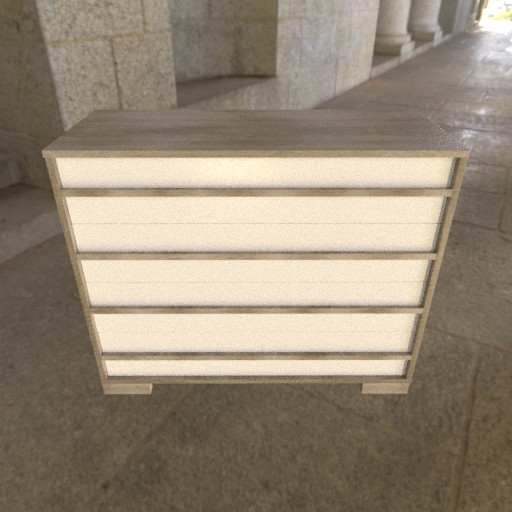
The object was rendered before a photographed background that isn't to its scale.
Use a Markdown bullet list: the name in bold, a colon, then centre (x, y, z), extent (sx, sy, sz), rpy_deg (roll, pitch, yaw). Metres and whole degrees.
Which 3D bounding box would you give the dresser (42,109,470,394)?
- **dresser**: centre (0.000, 0.000, 1.409), extent (0.994, 0.816, 0.404), rpy_deg (0, 31, 0)
